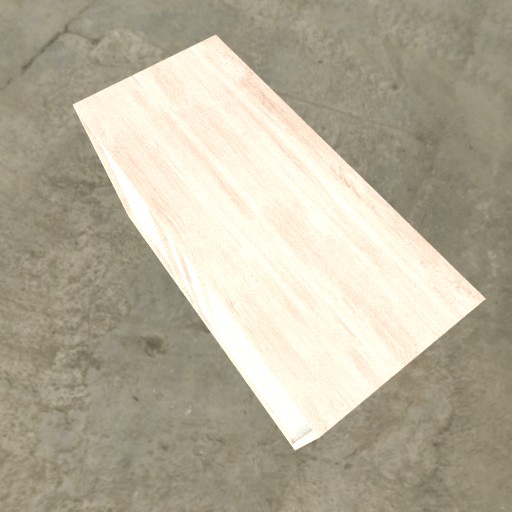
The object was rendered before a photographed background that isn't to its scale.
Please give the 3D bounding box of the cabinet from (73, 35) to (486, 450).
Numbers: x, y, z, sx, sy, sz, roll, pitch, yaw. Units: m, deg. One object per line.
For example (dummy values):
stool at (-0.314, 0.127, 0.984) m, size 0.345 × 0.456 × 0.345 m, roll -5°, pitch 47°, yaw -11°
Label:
cabinet at (0.000, 0.000, 1.504) m, size 0.500 × 0.780 × 1.110 m, roll -34°, pitch 69°, yaw -15°
